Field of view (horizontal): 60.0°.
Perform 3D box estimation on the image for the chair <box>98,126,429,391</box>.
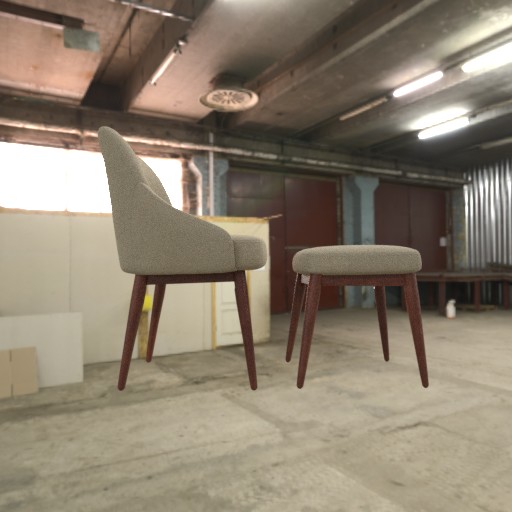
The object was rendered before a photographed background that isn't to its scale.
[{"bbox_3d":[0.000,0.000,1.634,1.114,0.866,0.584,0,-1,-2],"label":"chair"}]
